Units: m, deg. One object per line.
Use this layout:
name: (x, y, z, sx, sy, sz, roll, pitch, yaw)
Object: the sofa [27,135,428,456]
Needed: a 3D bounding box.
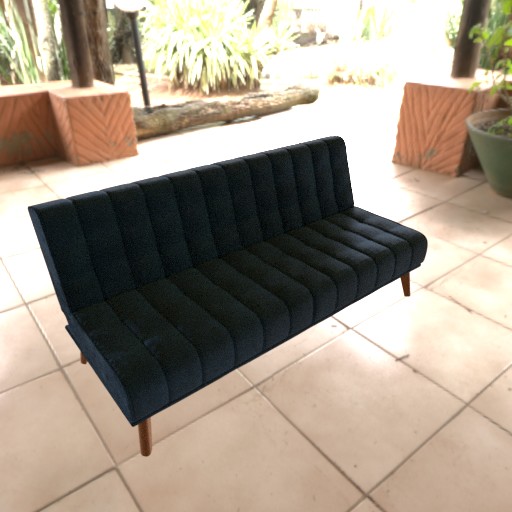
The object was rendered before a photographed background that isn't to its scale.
sofa: (0.000, 0.000, 2.256, 1.804, 0.813, 0.855, -22, 36, -33)
